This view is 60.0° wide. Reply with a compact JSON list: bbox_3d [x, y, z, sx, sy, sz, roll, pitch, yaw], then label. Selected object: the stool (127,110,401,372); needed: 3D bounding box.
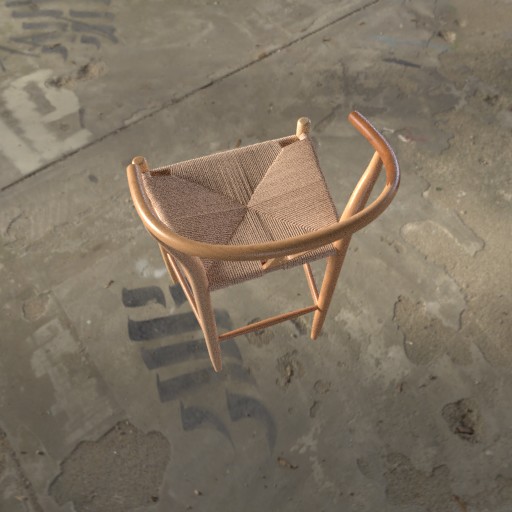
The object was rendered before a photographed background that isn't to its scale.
[{"bbox_3d":[0.000,0.000,1.265,0.536,0.923,0.575,-16,59,-10],"label":"stool"}]
